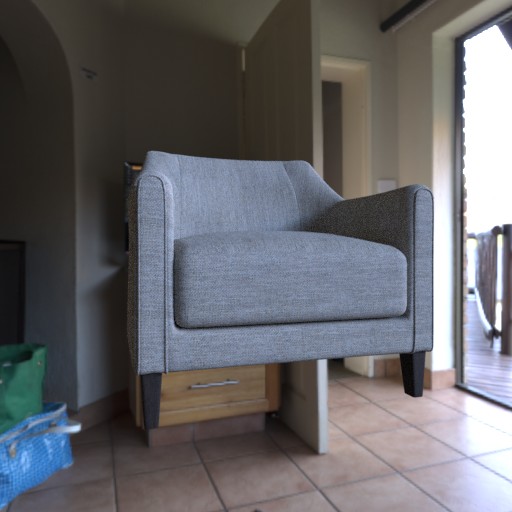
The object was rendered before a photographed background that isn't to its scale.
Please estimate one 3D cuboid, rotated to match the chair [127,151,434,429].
[{"bbox_3d":[0.000,0.000,1.419,0.796,0.761,0.758,0,1,-18],"label":"chair"}]
